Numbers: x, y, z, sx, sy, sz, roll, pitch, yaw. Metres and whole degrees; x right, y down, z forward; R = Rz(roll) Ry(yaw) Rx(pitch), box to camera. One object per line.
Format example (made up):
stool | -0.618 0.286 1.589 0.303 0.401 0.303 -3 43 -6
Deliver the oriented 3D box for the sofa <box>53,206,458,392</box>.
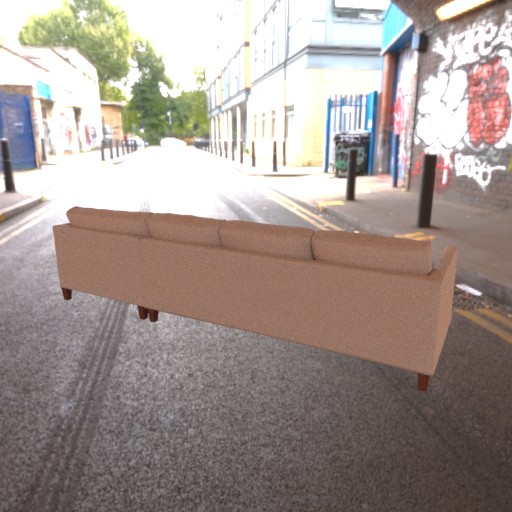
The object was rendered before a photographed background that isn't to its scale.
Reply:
sofa | 0.000 0.000 3.850 3.186 0.861 1.625 8 17 28
